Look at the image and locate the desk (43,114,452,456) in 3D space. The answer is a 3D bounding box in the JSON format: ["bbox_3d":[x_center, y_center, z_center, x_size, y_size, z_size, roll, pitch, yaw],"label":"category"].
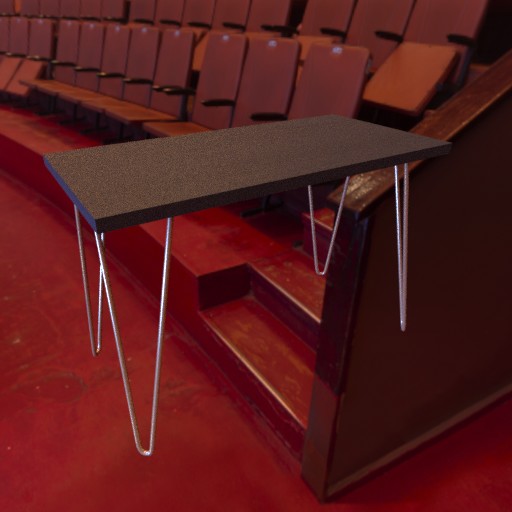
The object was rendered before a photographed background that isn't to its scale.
[{"bbox_3d":[0.000,0.000,1.352,0.991,0.660,0.499,-17,33,-28],"label":"desk"}]
